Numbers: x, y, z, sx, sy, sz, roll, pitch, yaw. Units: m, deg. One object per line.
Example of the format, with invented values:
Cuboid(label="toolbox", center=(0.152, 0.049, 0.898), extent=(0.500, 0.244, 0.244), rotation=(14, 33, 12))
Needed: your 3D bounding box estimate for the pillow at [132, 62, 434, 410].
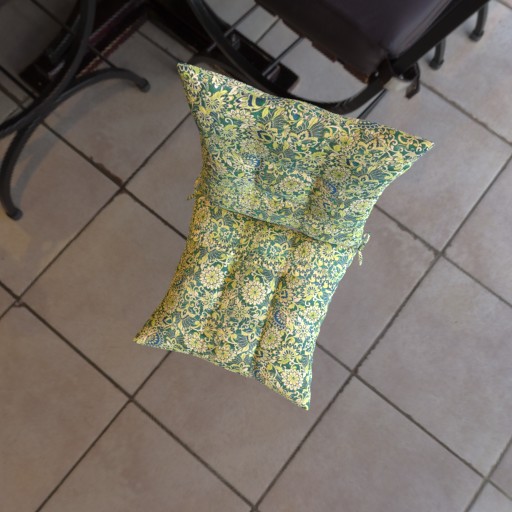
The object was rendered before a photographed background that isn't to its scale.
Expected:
Cuboid(label="pillow", center=(0.000, 0.000, 1.024), extent=(0.541, 0.536, 0.585), rotation=(20, 77, 5))
